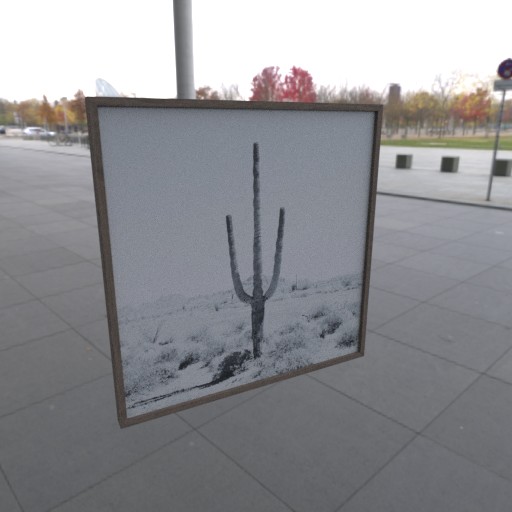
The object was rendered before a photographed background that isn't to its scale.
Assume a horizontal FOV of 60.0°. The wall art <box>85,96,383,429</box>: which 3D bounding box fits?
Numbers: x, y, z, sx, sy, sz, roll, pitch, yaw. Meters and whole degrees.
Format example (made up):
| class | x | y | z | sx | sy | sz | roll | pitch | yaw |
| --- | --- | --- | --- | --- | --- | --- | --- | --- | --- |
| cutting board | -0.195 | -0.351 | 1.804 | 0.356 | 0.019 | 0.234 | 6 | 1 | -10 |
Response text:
| class | x | y | z | sx | sy | sz | roll | pitch | yaw |
| --- | --- | --- | --- | --- | --- | --- | --- | --- | --- |
| wall art | 0.000 | 0.000 | 1.156 | 0.762 | 0.762 | 0.038 | -8 | 18 | -27 |
